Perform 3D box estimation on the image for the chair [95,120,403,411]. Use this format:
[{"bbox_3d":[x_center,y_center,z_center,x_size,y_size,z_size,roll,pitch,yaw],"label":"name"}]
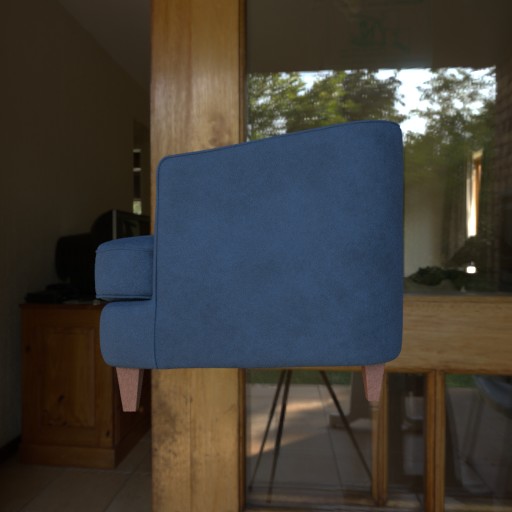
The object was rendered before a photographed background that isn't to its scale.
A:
[{"bbox_3d":[0.000,0.000,1.719,0.940,0.852,1.094,0,1,0],"label":"chair"}]
